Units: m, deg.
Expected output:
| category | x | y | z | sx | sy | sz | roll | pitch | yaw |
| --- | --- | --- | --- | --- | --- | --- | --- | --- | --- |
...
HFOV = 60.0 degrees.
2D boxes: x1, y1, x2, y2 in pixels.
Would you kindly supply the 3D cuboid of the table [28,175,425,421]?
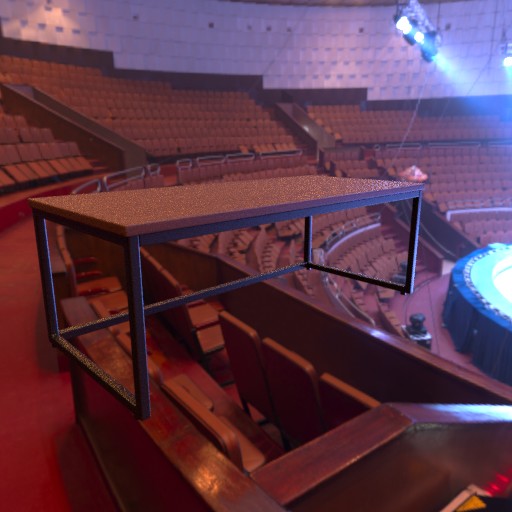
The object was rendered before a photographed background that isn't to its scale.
| category | x | y | z | sx | sy | sz | roll | pitch | yaw |
| --- | --- | --- | --- | --- | --- | --- | --- | --- | --- |
| table | 0.000 | 0.000 | 1.348 | 1.100 | 0.400 | 0.500 | -14 | 20 | -42 |
